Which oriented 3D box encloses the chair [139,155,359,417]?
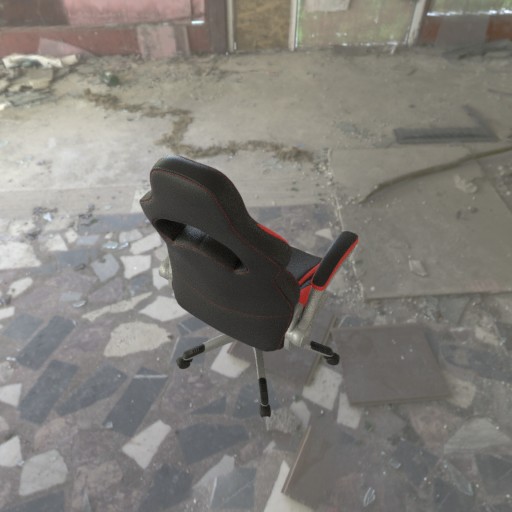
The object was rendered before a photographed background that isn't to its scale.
[{"bbox_3d":[0.000,0.000,1.675,0.758,1.165,0.712,24,50,22],"label":"chair"}]
